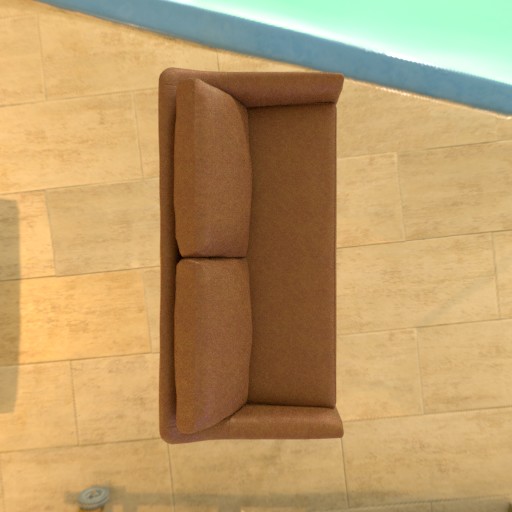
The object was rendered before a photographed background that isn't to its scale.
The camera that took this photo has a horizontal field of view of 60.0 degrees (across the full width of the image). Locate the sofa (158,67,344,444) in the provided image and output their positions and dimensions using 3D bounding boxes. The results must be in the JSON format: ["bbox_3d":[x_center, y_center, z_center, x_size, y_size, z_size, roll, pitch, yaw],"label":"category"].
[{"bbox_3d":[0.000,0.000,2.581,0.981,0.945,2.036,0,90,1],"label":"sofa"}]
